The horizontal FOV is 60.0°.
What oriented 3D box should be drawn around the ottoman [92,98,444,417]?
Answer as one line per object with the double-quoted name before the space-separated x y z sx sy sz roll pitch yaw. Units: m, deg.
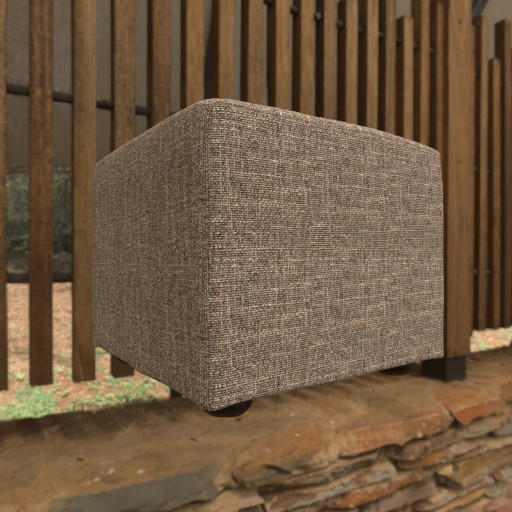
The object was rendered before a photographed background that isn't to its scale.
"ottoman" 0.000 0.000 0.887 0.512 0.453 0.521 0 0 -35
